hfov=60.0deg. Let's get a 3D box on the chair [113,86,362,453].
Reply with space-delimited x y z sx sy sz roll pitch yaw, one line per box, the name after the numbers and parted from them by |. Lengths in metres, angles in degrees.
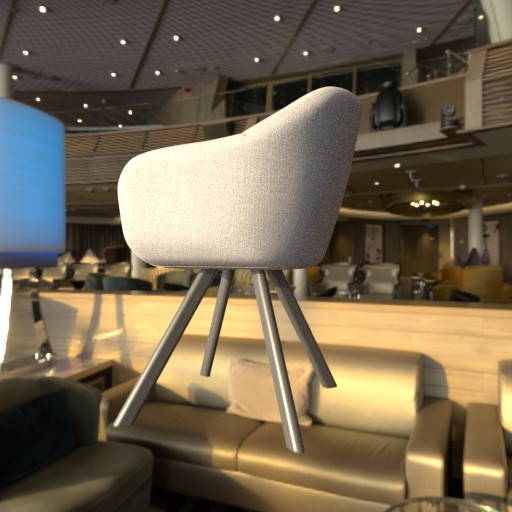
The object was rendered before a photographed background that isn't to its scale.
0.000 0.000 1.181 0.550 0.795 0.590 0 0 18 | chair
